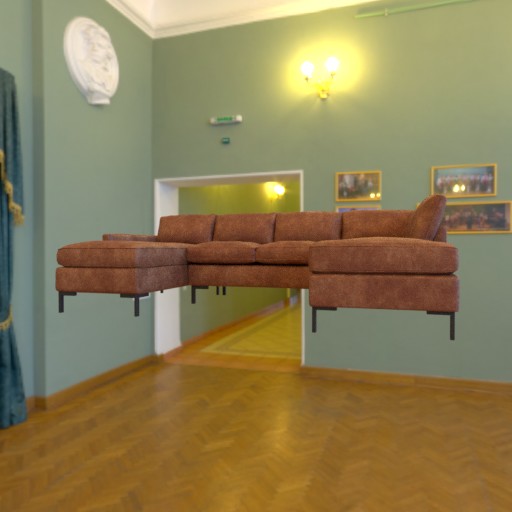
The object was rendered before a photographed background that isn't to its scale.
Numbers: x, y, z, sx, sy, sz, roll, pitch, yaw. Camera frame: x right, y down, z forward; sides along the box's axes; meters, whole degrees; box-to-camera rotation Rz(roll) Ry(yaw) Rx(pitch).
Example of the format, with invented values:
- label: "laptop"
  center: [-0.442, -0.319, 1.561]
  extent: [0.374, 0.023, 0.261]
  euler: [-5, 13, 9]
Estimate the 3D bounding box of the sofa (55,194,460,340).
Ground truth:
- label: "sofa"
  center: [0.000, 0.000, 3.789]
  extent: [2.956, 0.900, 1.939]
  euler: [0, 1, 17]
